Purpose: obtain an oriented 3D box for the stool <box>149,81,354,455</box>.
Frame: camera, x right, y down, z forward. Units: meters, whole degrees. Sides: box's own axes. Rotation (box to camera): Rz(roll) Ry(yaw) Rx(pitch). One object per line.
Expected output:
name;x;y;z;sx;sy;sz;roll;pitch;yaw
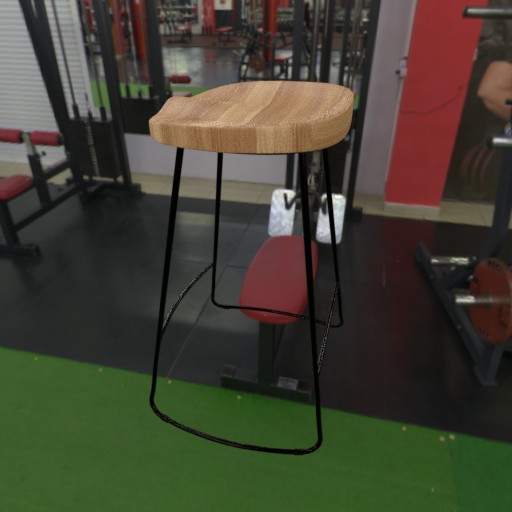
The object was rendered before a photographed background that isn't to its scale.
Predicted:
stool;0.000;0.000;0.978;0.401;0.679;0.480;8;32;14
